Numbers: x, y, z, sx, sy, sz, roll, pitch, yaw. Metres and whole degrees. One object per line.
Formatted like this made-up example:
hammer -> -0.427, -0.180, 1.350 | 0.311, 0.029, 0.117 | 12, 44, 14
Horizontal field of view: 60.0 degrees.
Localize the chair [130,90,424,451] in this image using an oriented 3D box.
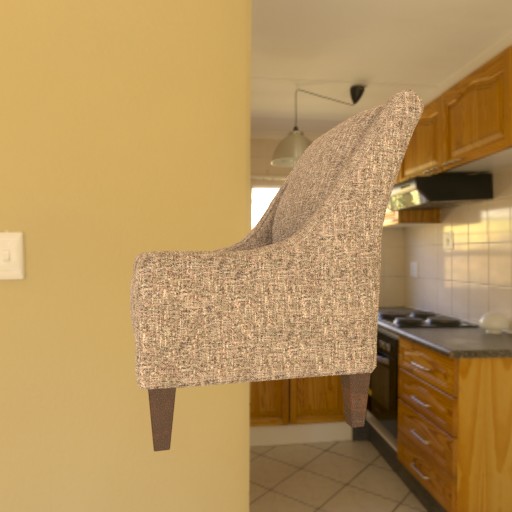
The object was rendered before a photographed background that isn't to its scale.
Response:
chair -> 0.000, 0.000, 1.590 | 0.870, 1.014, 0.774 | 0, 0, -16
